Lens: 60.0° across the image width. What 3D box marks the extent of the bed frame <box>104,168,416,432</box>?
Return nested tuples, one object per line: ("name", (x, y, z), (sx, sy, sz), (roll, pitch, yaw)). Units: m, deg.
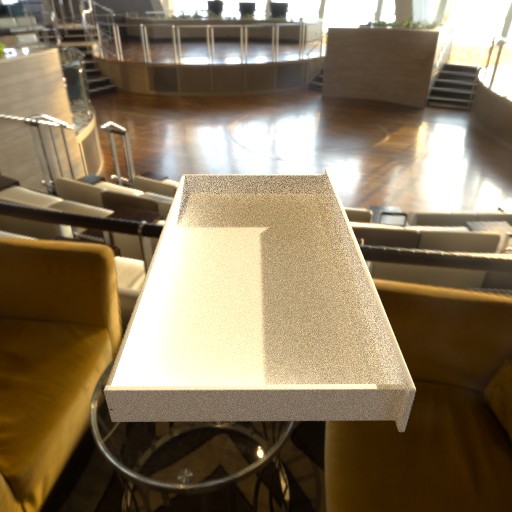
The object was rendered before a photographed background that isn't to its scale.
("bed frame", (0.000, 0.000, 1.523), (0.670, 0.141, 1.300), (0, 32, 0))
